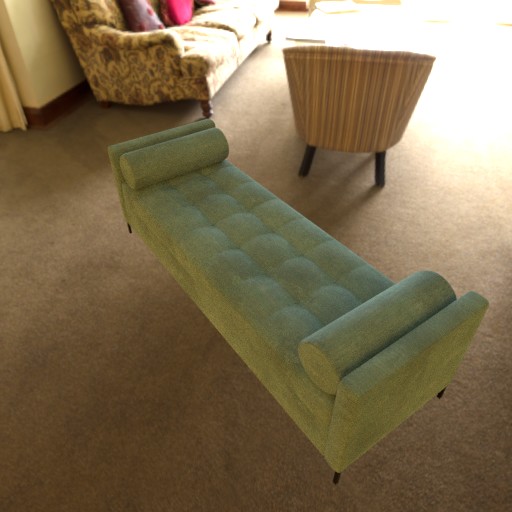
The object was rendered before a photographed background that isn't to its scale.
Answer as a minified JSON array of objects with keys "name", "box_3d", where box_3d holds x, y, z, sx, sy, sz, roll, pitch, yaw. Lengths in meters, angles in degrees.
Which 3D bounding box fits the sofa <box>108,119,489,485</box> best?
[{"name":"sofa","box_3d":[0.000,0.000,2.255,0.686,0.635,1.981,-25,46,-26]}]
